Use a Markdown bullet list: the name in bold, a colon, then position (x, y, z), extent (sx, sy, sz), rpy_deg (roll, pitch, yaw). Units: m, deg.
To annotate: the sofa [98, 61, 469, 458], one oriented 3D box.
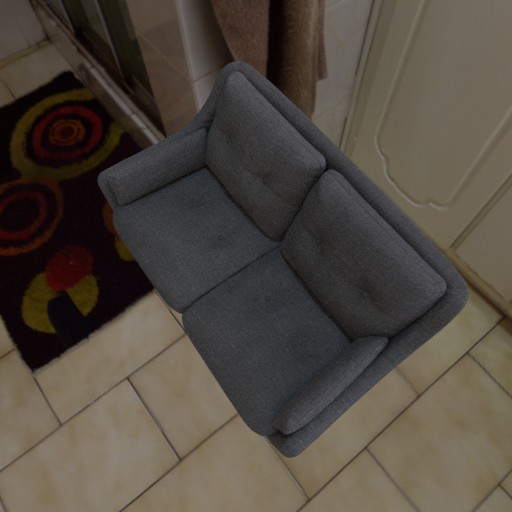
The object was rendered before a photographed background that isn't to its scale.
- **sofa**: position (0.000, 0.000, 2.183), extent (0.976, 0.887, 1.646), rpy_deg (-33, 69, -15)
